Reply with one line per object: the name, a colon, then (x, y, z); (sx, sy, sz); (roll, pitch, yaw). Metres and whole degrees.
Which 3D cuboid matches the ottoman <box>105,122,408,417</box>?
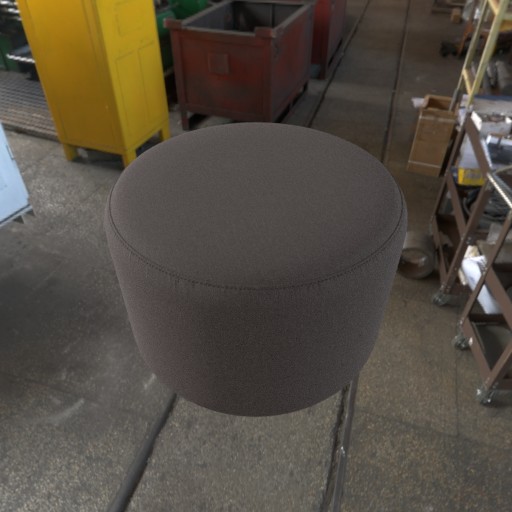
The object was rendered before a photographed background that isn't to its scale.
ottoman: (0.000, 0.000, 1.015); (0.608, 0.433, 0.608); (0, 41, 0)
